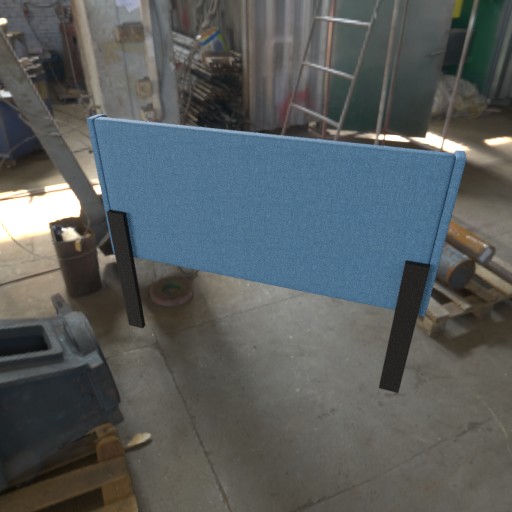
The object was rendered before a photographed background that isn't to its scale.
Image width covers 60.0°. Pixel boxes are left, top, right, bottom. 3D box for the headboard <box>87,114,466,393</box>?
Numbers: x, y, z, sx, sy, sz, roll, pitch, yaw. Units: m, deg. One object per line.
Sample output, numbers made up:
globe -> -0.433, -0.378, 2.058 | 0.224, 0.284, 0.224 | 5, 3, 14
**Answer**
headboard -> 0.000, 0.000, 2.731 | 2.051, 1.524, 0.184 | 11, 34, 16
